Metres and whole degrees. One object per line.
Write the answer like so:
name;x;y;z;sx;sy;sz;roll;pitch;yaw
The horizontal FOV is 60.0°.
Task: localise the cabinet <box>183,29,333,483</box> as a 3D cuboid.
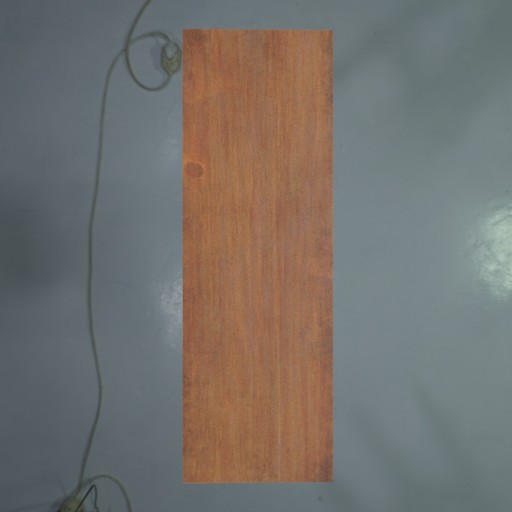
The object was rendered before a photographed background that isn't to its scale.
cabinet;0.000;0.000;1.579;0.403;0.805;1.204;0;90;-1
